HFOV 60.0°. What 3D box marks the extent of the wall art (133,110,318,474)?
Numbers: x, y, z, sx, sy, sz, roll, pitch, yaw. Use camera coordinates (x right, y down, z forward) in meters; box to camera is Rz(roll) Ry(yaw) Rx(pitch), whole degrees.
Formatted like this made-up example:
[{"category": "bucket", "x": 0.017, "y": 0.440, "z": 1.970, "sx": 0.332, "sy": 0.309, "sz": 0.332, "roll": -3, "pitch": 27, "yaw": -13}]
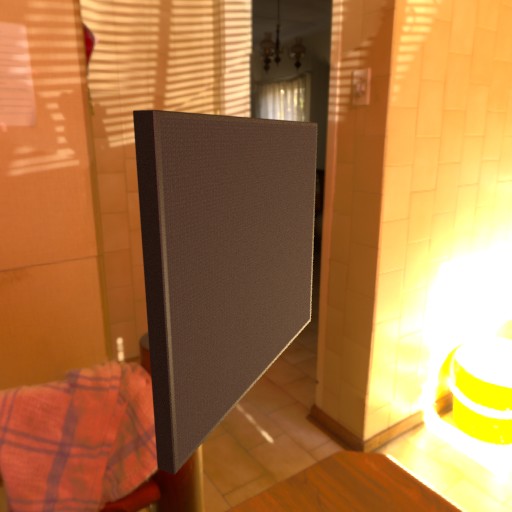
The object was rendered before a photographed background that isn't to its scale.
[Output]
[{"category": "wall art", "x": 0.000, "y": 0.000, "z": 0.773, "sx": 0.029, "sy": 0.458, "sz": 0.559, "roll": 7, "pitch": 17, "yaw": 24}]
